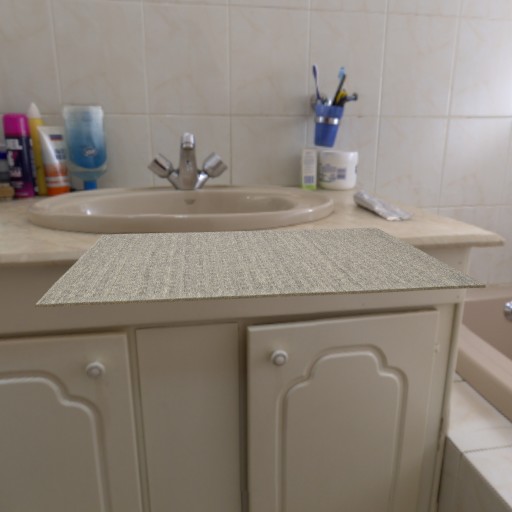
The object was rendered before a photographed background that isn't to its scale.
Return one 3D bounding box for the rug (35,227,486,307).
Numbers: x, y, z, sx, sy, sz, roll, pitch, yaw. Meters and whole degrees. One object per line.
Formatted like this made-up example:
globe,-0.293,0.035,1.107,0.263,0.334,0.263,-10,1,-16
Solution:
rug,0.000,0.000,2.956,2.297,0.018,1.532,-2,15,-7
